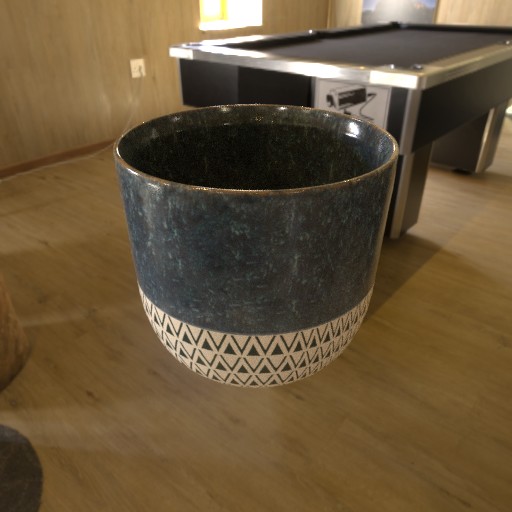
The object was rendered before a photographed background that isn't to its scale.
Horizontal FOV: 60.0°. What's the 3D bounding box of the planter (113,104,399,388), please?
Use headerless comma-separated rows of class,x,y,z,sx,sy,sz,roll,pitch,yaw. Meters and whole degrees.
planter,0.000,0.000,0.497,0.266,0.270,0.266,0,32,0
